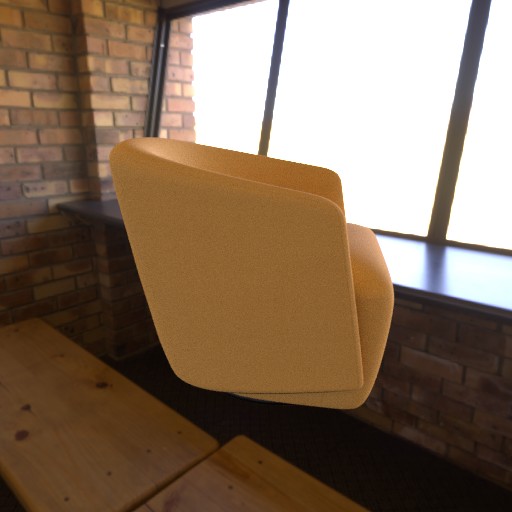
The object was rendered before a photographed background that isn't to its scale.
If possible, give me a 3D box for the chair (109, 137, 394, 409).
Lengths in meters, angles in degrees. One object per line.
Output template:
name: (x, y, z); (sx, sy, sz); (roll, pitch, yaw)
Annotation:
chair: (0.000, 0.000, 1.353); (0.767, 0.698, 0.773); (3, 16, 10)
